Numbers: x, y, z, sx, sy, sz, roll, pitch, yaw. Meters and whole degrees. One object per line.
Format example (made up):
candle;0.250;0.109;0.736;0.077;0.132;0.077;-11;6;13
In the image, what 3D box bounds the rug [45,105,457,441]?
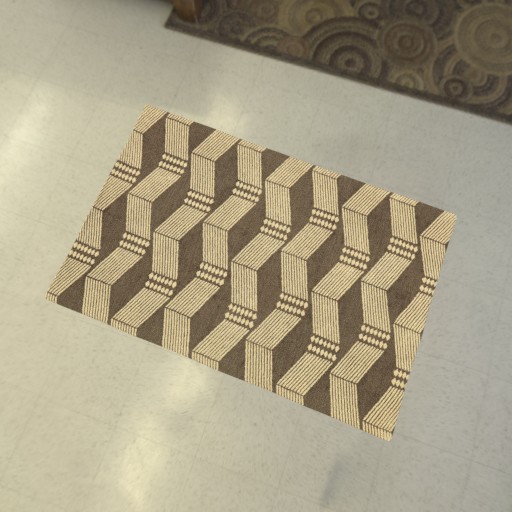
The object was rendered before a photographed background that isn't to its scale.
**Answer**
rug;0.000;0.000;2.305;1.833;0.016;1.210;21;76;6
